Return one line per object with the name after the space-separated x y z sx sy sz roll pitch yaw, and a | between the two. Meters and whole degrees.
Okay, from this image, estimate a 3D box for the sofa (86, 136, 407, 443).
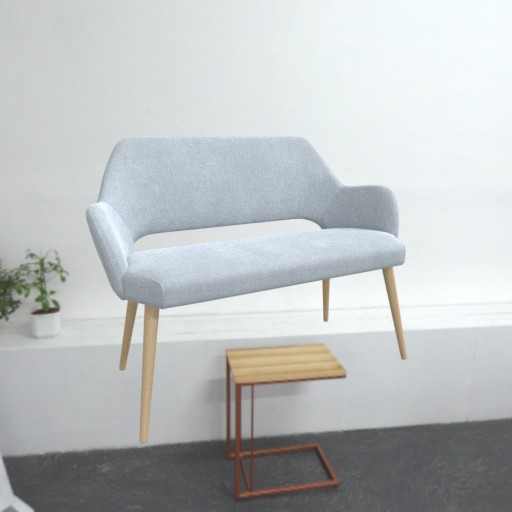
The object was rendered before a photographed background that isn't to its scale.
0.000 0.000 1.614 1.150 0.840 0.610 -8 17 -27 | sofa
